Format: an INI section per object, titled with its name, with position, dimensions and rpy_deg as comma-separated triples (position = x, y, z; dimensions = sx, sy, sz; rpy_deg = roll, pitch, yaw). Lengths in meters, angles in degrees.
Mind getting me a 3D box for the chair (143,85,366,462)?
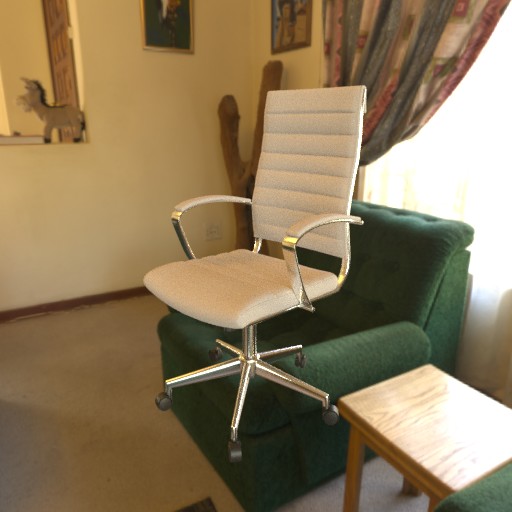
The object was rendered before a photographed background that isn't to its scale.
[chair]
position = 0.000, 0.000, 1.582
dimensions = 0.679, 1.149, 0.667
rpy_deg = 16, 23, 42
